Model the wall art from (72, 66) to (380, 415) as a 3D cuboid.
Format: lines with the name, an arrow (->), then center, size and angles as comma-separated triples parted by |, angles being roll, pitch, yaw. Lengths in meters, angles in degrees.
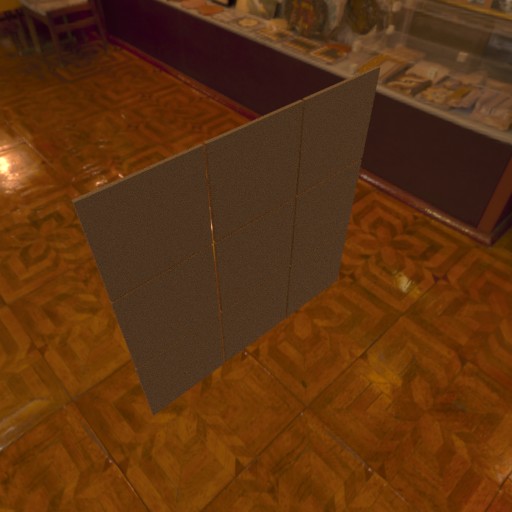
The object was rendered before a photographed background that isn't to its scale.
wall art -> 0.000, 0.000, 1.372 | 0.919, 0.917, 0.010 | -32, 54, -27
